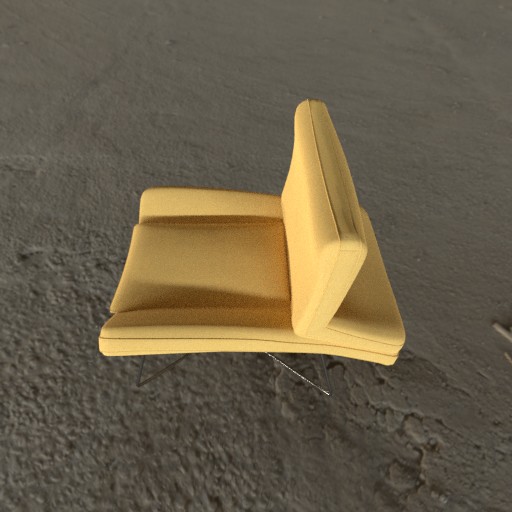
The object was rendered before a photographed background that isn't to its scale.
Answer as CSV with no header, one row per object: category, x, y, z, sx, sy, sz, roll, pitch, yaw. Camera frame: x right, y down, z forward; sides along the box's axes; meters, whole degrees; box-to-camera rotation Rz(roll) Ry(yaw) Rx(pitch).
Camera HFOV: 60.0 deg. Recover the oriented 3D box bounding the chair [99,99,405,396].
chair,0.000,0.000,1.659,1.008,0.855,0.859,0,43,0
